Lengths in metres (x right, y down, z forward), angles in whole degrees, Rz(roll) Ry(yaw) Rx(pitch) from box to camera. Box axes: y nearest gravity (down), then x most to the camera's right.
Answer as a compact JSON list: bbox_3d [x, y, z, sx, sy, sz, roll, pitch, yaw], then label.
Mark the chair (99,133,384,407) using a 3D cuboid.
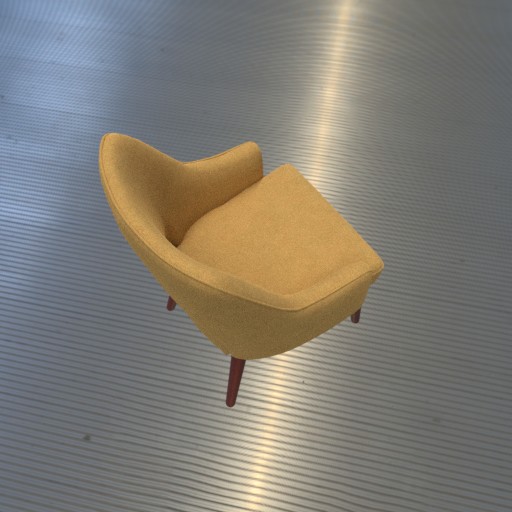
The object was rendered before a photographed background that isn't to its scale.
[{"bbox_3d":[0.000,0.000,1.227,0.605,0.849,0.548,-30,64,-17],"label":"chair"}]
